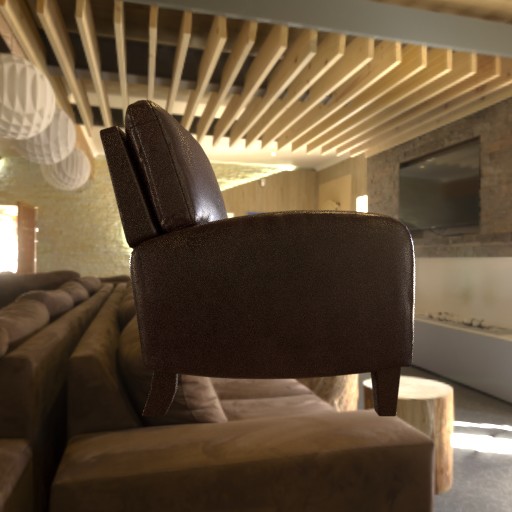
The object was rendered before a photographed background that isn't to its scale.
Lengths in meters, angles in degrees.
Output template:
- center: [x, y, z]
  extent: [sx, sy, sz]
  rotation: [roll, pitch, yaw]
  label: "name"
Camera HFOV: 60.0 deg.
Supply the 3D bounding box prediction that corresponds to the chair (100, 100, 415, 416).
- center: [0.000, 0.000, 1.688]
  extent: [0.990, 0.990, 0.762]
  rotation: [0, 0, 1]
  label: "chair"
